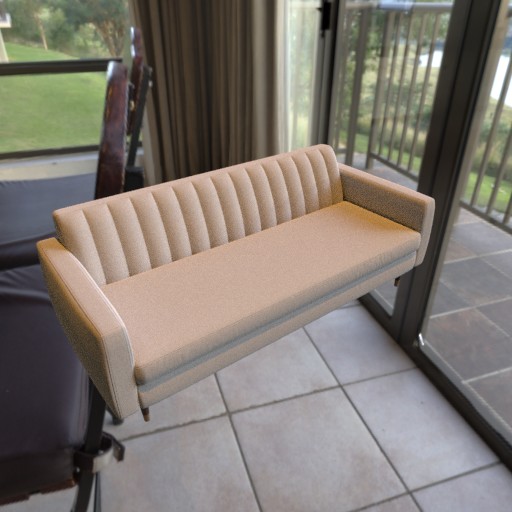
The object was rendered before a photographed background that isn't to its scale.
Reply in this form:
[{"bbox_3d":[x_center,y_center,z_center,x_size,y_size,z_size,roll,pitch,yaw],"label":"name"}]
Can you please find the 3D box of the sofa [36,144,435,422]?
[{"bbox_3d":[0.000,0.000,2.730,2.291,0.821,0.990,-21,37,-31],"label":"sofa"}]
